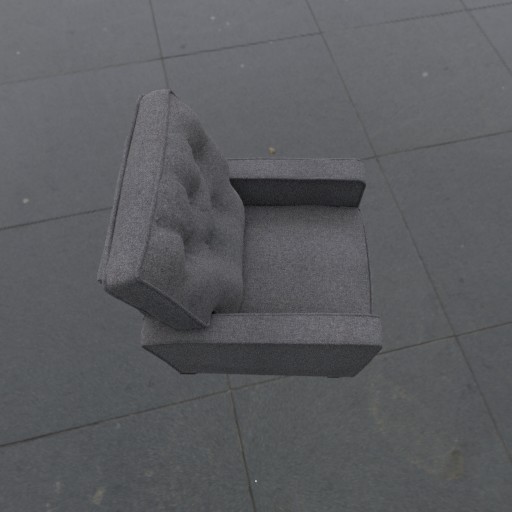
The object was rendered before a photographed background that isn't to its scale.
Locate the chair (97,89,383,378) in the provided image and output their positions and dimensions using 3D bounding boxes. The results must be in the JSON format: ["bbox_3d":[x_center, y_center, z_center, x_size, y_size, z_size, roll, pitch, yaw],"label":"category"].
[{"bbox_3d":[0.000,0.000,1.446,0.775,0.889,0.650,1,63,1],"label":"chair"}]
